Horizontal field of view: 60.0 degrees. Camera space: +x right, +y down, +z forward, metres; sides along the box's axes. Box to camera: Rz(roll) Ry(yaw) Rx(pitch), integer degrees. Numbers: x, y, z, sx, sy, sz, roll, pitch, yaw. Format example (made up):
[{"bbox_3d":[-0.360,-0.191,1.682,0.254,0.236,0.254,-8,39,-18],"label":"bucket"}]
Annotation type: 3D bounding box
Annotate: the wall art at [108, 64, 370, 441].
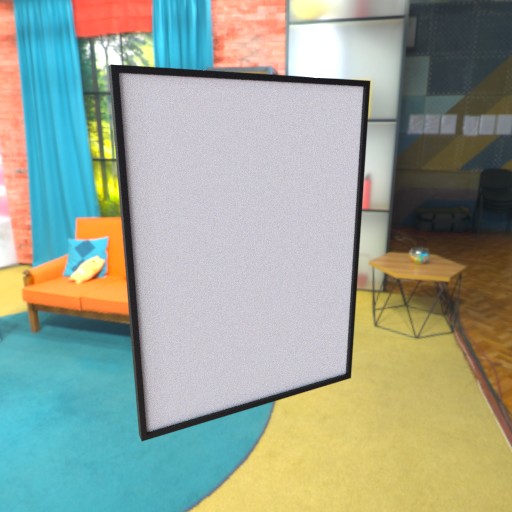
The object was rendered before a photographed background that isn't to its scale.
[{"bbox_3d":[0.000,0.000,1.401,0.802,1.070,0.036,-8,17,-26],"label":"wall art"}]
